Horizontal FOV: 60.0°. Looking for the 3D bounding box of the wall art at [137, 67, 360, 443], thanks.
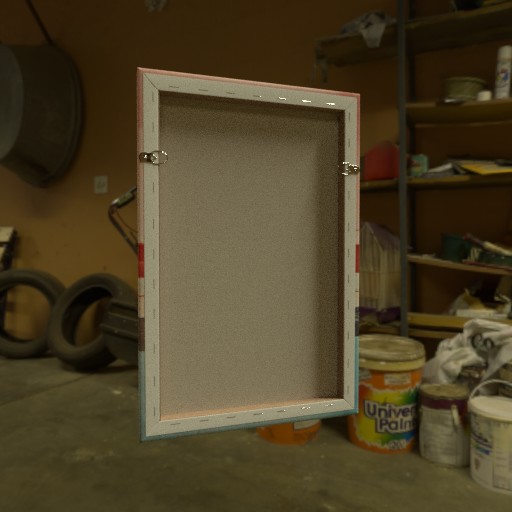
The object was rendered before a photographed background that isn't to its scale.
[{"bbox_3d":[0.000,0.000,1.186,0.610,0.914,0.038,0,1,-18],"label":"wall art"}]
